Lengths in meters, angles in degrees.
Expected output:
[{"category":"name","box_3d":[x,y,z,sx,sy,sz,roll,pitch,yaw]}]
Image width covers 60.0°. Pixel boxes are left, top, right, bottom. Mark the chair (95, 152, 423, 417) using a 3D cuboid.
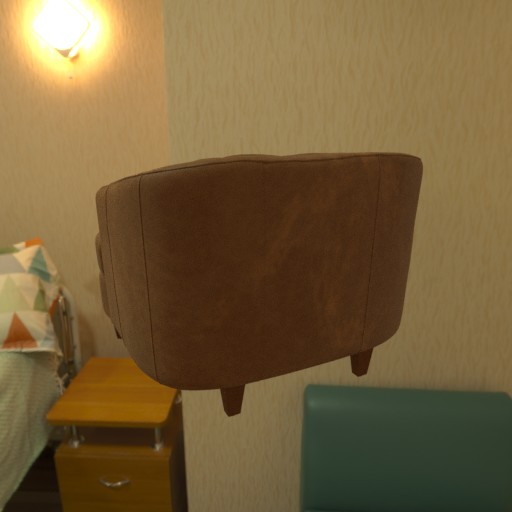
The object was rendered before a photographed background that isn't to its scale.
[{"category":"chair","box_3d":[0.000,0.000,1.765,1.119,0.836,0.911,-8,18,-26]}]
